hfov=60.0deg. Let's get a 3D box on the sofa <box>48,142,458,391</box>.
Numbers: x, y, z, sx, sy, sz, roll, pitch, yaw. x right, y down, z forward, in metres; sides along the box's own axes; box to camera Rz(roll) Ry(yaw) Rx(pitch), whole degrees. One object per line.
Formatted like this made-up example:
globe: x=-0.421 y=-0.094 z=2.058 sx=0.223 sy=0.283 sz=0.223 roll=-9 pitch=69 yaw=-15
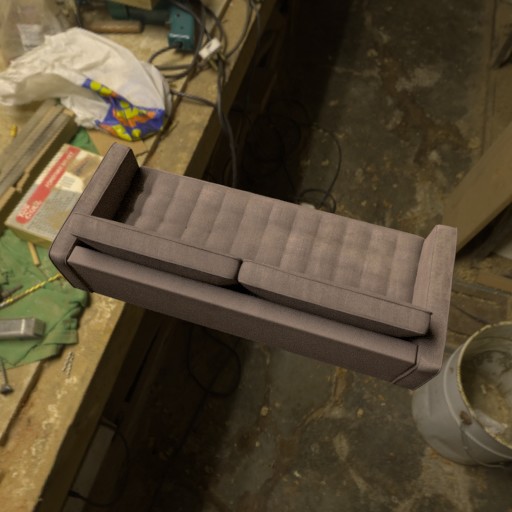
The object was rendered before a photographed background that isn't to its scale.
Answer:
sofa: x=0.000 y=0.000 z=2.742 sx=2.295 sy=0.813 sz=0.923 roll=15 pitch=64 yaw=8
